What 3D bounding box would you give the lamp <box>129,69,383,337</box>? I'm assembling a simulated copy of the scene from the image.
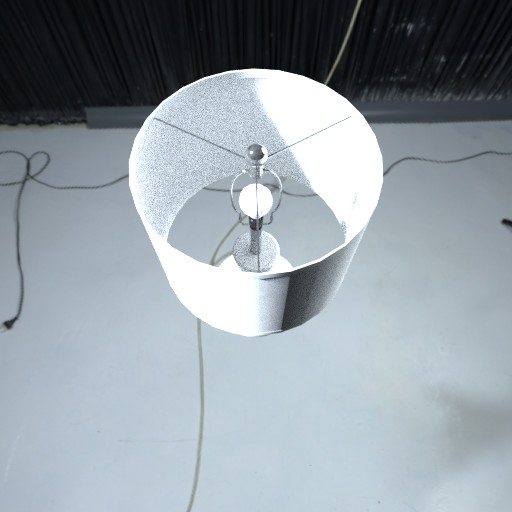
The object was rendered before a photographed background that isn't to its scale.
[{"bbox_3d":[0.000,0.000,0.902,0.357,0.673,0.357,-1,64,-1],"label":"lamp"}]
